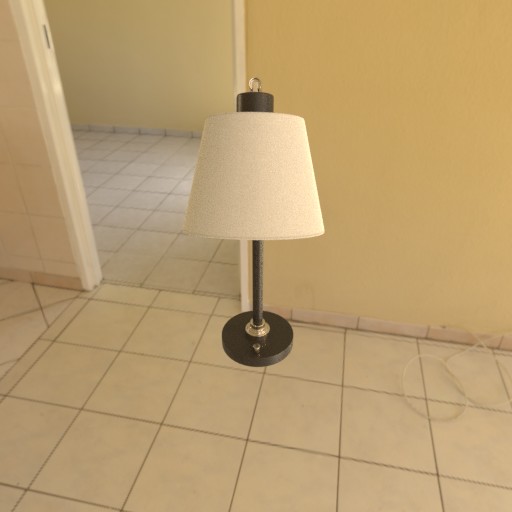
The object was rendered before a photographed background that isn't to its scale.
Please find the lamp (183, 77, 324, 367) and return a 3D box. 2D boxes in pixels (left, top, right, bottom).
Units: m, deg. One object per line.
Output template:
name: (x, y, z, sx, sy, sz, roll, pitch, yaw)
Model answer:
lamp: (0.000, 0.000, 0.699, 0.181, 0.539, 0.348, 1, 31, 2)
